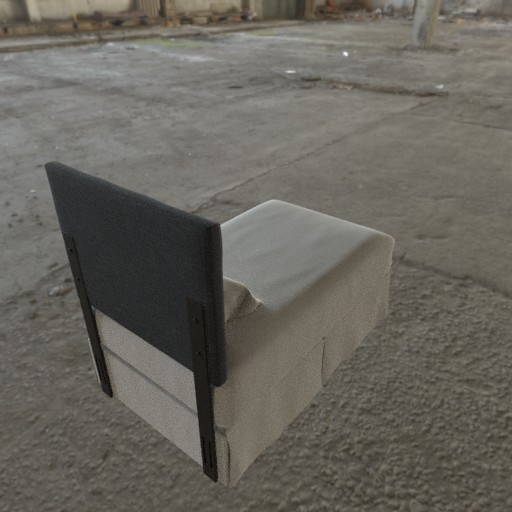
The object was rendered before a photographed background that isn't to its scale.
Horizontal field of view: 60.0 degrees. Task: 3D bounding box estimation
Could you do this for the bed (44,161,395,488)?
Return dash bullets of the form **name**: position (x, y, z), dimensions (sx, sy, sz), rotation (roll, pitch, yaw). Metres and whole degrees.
- **bed**: position (0.000, 0.000, 2.943), dimensions (1.261, 1.571, 1.997), rotation (22, 38, 32)
